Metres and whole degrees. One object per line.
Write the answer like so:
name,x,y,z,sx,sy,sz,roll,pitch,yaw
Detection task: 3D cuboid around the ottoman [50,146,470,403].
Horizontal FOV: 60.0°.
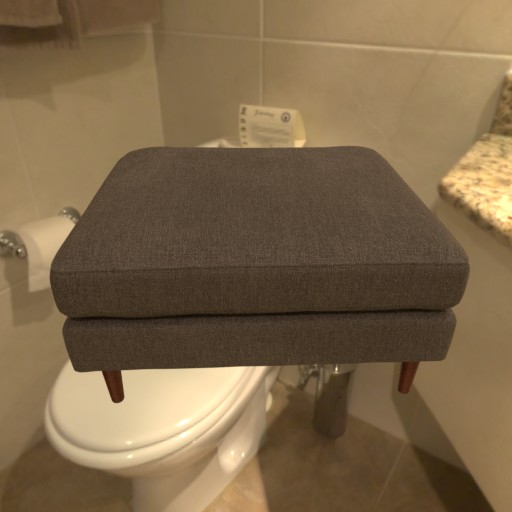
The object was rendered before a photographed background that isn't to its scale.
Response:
ottoman,0.000,0.000,1.208,0.821,0.474,0.693,-1,31,-2
